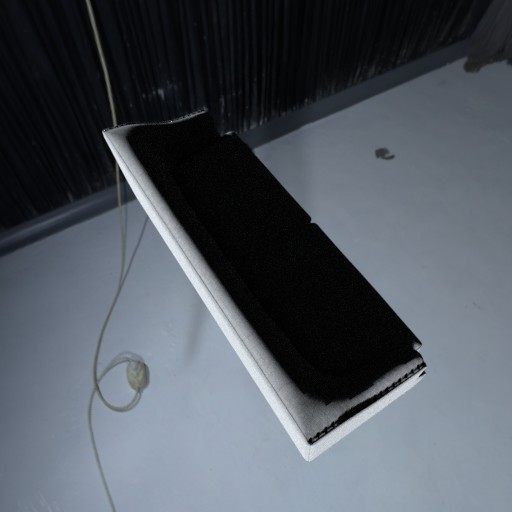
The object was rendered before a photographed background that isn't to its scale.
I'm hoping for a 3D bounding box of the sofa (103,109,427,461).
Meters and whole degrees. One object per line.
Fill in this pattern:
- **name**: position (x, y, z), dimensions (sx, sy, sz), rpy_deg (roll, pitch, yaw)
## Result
- **sofa**: position (0.000, 0.000, 2.776), dimensions (0.914, 0.901, 2.235), rpy_deg (-28, 61, -17)
